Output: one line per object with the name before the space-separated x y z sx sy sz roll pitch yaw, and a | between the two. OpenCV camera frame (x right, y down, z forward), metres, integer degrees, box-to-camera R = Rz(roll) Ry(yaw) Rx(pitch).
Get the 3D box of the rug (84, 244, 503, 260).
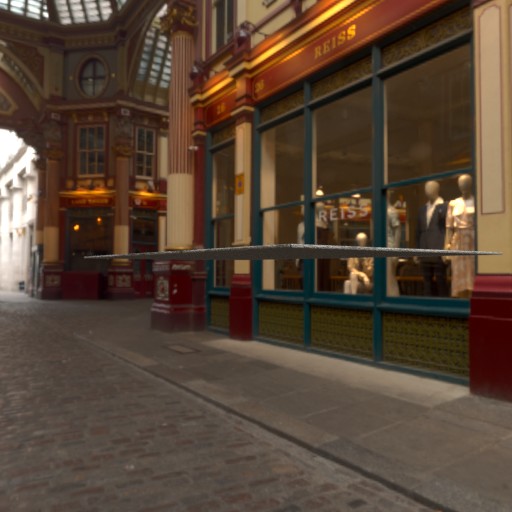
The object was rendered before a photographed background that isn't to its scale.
rug | 0.000 0.000 4.585 2.393 0.019 3.824 1 -2 -36
